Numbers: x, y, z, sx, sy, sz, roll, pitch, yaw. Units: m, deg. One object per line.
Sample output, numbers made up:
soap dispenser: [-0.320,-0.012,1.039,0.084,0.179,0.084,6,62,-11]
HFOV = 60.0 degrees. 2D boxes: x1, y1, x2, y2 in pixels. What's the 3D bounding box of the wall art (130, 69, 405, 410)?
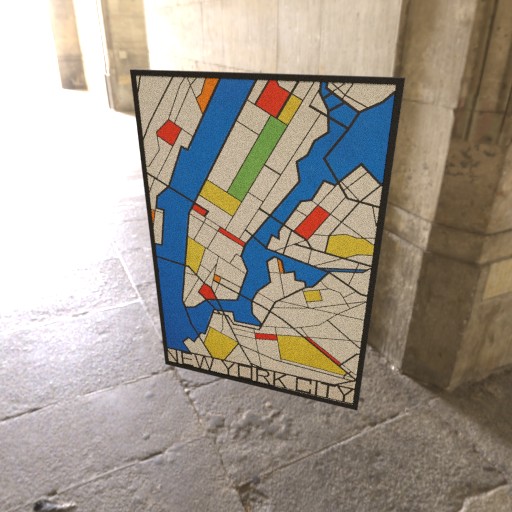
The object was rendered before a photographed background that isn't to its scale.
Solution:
wall art: [0.000,0.000,0.858,0.457,0.657,0.013,9,29,16]
